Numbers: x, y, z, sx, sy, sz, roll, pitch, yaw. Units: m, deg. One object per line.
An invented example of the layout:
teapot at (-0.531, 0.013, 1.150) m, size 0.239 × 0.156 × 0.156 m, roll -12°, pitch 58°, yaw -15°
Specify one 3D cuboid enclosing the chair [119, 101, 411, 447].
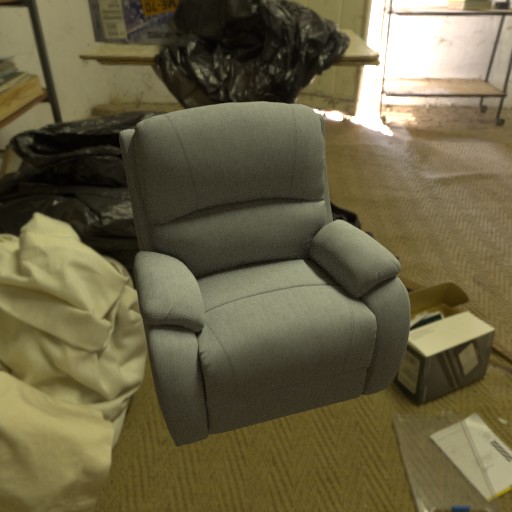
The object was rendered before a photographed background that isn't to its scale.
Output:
chair at (0.000, 0.000, 1.733) m, size 0.930 × 1.011 × 0.899 m, roll -10°, pitch 34°, yaw -15°
